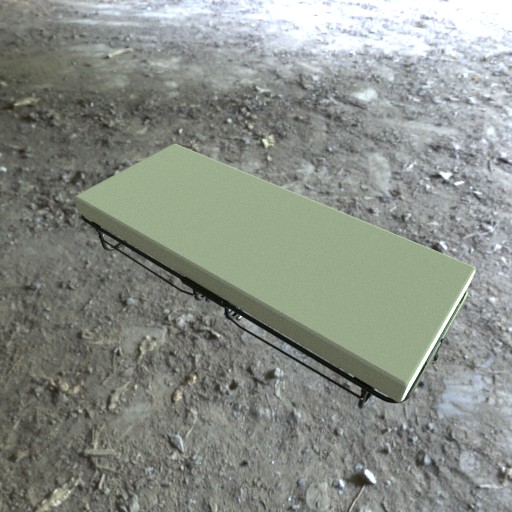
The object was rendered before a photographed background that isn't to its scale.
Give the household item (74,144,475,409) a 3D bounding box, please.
[{"bbox_3d":[0.000,0.000,2.239,1.905,0.356,0.787,27,49,27],"label":"household item"}]
